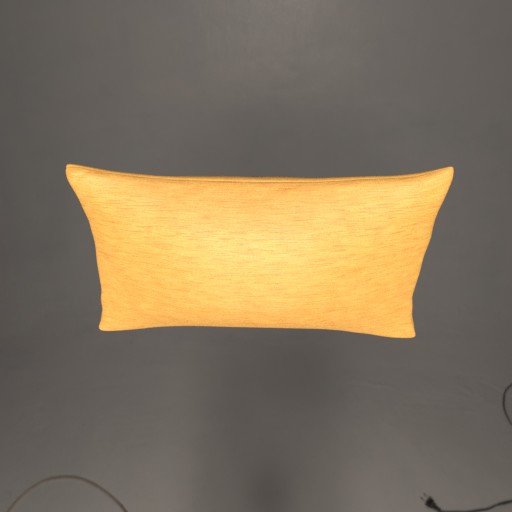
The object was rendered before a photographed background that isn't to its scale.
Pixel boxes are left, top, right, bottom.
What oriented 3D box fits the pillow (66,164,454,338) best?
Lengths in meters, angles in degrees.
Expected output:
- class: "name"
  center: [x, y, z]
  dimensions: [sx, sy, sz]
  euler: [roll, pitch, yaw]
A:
- class: "pillow"
  center: [0.000, 0.000, 0.810]
  dimensions: [0.634, 0.354, 0.210]
  euler: [1, 32, 2]
